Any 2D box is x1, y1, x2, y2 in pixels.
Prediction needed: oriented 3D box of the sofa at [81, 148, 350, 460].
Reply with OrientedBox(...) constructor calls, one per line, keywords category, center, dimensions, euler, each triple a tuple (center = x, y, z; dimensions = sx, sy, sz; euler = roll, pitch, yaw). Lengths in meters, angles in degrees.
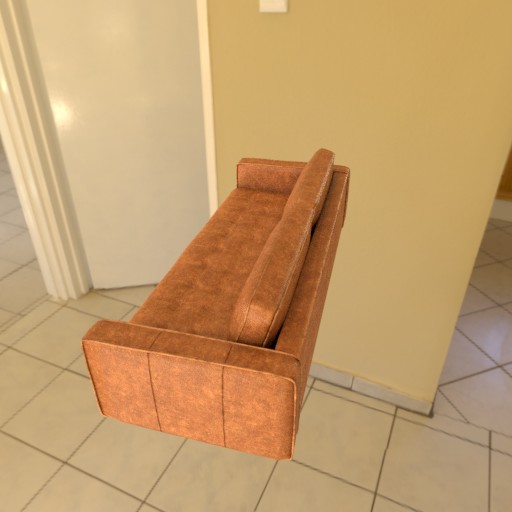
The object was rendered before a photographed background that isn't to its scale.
OrientedBox(category="sofa", center=(0.000, 0.000, 2.607), dimensions=(0.886, 0.779, 2.199), euler=(8, 33, 13))
